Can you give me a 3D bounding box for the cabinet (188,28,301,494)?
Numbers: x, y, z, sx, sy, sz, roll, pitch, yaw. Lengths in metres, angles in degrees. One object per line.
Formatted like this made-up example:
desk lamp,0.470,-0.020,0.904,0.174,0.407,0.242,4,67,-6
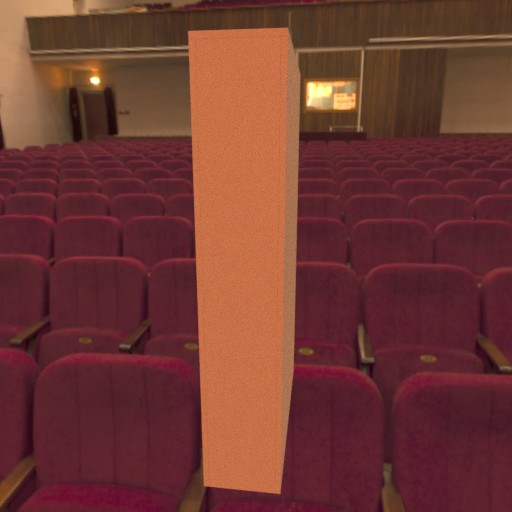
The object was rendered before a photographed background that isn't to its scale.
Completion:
cabinet,0.000,0.000,1.550,0.250,1.280,0.750,2,15,7
